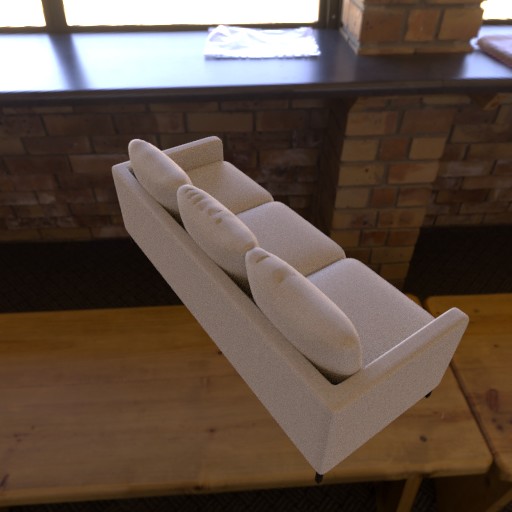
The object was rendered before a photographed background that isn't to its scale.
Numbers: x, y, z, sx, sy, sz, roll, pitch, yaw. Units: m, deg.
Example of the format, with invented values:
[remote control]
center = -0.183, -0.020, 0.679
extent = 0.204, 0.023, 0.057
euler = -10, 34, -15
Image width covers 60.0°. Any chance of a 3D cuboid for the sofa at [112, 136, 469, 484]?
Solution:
[sofa]
center = 0.000, 0.000, 2.633
extent = 0.859, 0.874, 2.218
euler = -25, 47, -26
